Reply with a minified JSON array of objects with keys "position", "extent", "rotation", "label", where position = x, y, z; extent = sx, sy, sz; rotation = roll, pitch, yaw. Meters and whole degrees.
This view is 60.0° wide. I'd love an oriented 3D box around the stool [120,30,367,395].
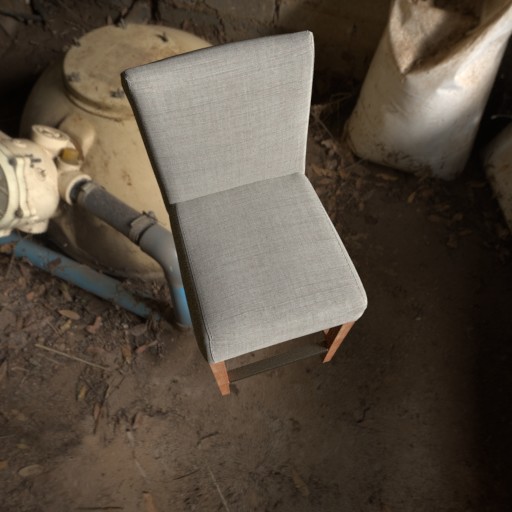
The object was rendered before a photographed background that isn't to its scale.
[{"position":[0.000,0.000,1.307],"extent":[0.454,1.039,0.567],"rotation":[-16,65,-8],"label":"stool"}]
